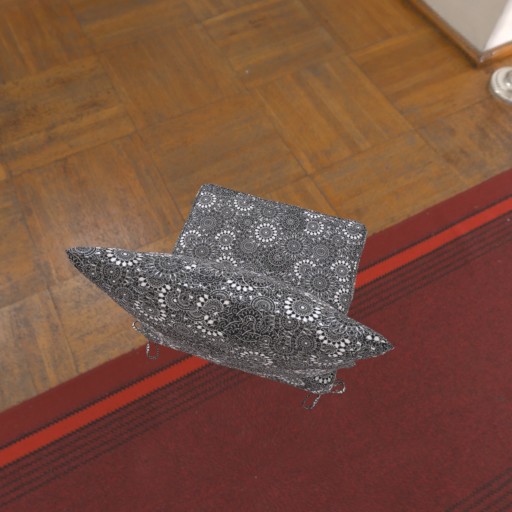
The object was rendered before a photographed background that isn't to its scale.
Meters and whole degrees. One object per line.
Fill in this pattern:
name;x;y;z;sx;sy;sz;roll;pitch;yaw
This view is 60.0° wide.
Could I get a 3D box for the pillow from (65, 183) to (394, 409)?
pillow;0.000;0.000;1.404;0.798;0.722;0.740;16;65;8
